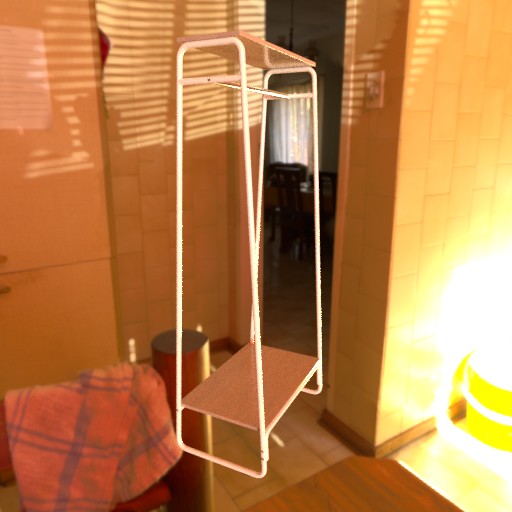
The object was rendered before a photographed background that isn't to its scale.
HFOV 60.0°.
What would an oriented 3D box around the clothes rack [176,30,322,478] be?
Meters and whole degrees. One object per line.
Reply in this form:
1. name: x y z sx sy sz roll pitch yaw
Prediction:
1. clothes rack: 0.000 0.000 1.782 0.400 1.512 0.640 7 17 26
